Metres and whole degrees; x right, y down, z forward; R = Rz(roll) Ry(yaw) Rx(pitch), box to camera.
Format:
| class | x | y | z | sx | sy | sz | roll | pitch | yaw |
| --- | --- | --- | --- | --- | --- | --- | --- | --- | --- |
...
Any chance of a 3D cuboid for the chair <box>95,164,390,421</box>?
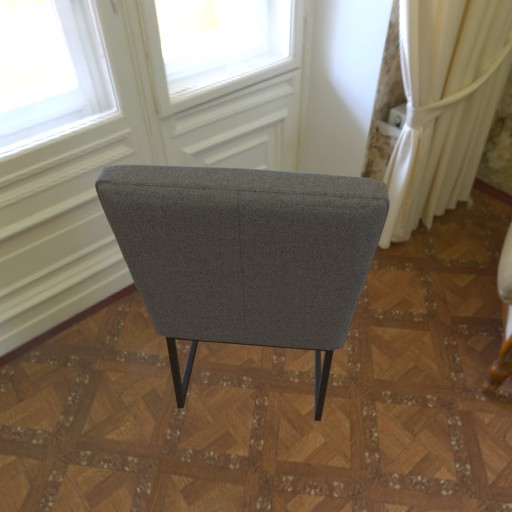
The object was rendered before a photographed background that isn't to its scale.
| class | x | y | z | sx | sy | sz | roll | pitch | yaw |
| --- | --- | --- | --- | --- | --- | --- | --- | --- | --- |
| chair | 0.000 | 0.000 | 1.274 | 0.520 | 0.930 | 0.634 | 4 | 45 | 4 |
